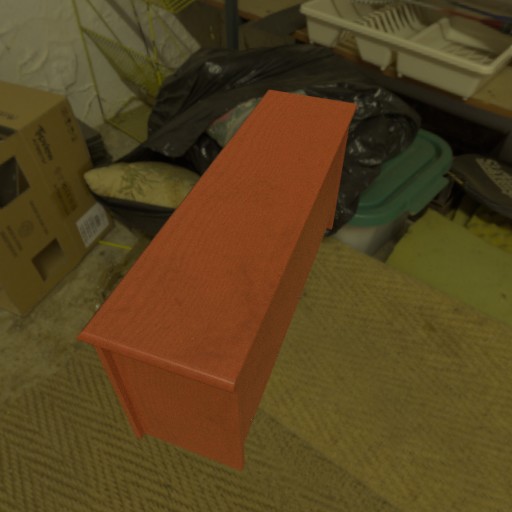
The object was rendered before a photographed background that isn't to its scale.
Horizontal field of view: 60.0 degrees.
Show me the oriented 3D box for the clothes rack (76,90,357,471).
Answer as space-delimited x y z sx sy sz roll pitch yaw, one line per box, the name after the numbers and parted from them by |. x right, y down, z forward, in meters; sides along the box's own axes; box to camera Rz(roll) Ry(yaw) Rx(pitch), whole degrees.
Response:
0.000 0.000 1.517 0.362 0.594 1.251 15 47 14 | clothes rack
